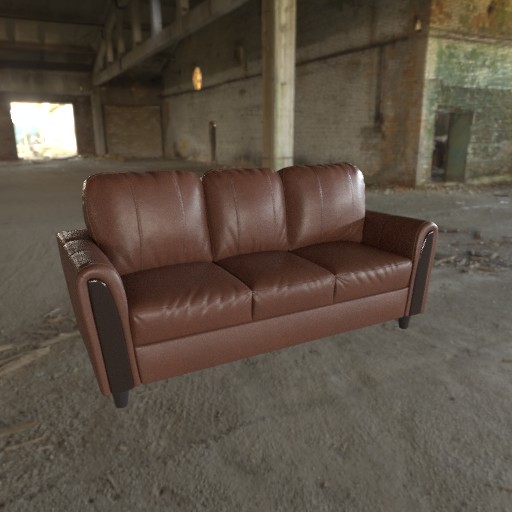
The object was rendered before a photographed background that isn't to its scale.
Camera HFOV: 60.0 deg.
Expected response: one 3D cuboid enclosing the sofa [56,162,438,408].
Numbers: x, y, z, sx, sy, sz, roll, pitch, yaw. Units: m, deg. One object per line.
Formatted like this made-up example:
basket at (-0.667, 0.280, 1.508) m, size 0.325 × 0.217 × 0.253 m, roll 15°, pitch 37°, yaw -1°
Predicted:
sofa at (0.000, 0.000, 2.339) m, size 1.862 × 0.915 × 0.802 m, roll -8°, pitch 17°, yaw -27°
